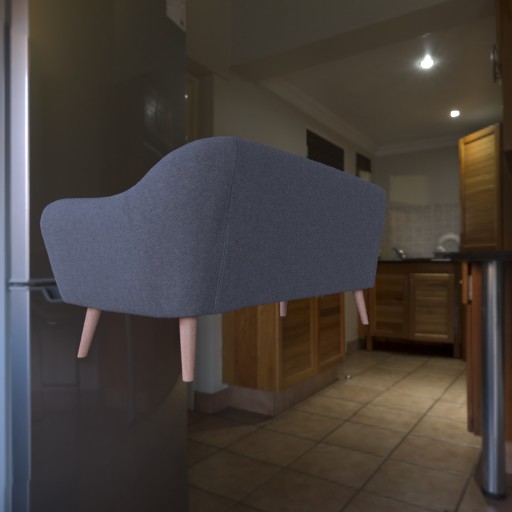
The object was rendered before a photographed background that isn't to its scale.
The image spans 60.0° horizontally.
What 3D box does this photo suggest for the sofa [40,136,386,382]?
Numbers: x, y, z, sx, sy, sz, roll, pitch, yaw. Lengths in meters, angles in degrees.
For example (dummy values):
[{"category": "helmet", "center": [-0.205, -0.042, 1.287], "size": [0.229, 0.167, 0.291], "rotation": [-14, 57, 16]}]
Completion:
[{"category": "sofa", "center": [0.000, 0.000, 2.214], "size": [0.820, 0.820, 1.840], "rotation": [0, 0, 36]}]
